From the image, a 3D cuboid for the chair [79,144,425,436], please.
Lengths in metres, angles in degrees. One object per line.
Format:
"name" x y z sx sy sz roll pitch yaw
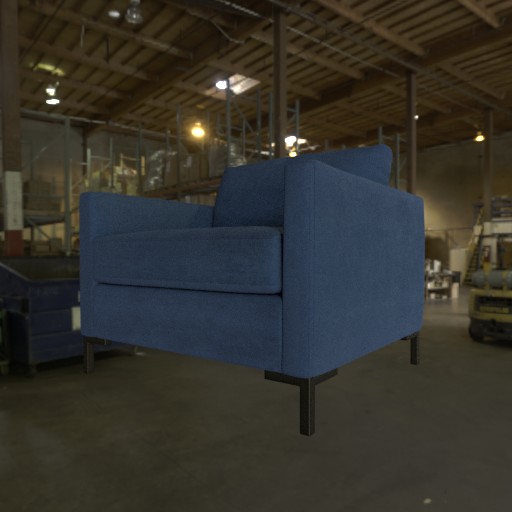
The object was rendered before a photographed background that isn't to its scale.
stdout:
"chair" 0.000 0.000 1.591 0.964 0.812 0.875 0 0 37
